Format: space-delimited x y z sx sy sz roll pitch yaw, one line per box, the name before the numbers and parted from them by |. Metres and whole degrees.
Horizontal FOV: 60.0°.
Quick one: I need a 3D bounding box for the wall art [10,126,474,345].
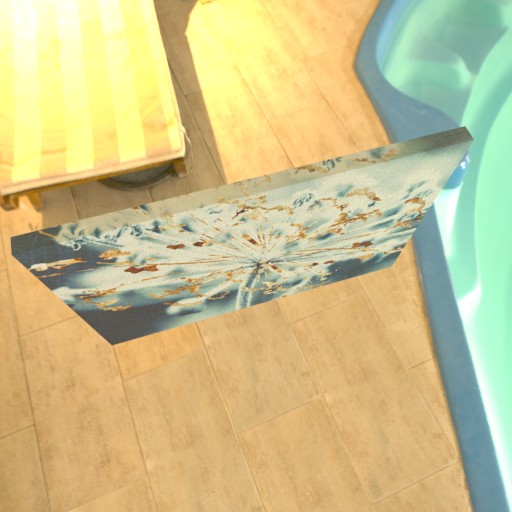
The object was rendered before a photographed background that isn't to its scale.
wall art | 0.000 0.000 1.121 0.912 0.608 0.038 -15 65 -7
